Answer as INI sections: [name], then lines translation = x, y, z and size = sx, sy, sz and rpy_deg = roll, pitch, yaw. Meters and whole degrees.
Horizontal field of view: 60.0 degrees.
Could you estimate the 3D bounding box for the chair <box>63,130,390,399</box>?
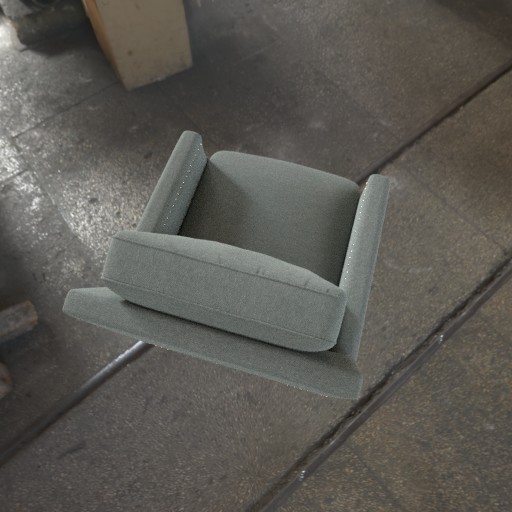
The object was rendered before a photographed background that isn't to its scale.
[chair]
translation = 0.000, 0.000, 1.773
size = 0.885, 1.031, 1.031
rpy_deg = 15, 64, 7
